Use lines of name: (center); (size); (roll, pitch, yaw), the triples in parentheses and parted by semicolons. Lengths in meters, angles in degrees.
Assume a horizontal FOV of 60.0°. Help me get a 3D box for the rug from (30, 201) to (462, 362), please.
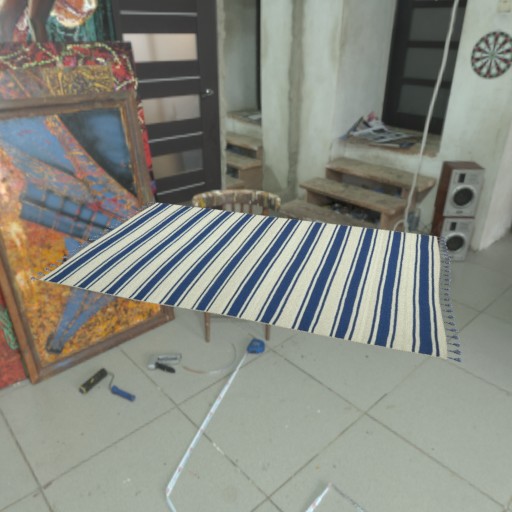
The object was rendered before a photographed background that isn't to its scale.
rug: (0.000, 0.000, 2.534); (2.108, 0.009, 1.248); (8, 28, 16)
